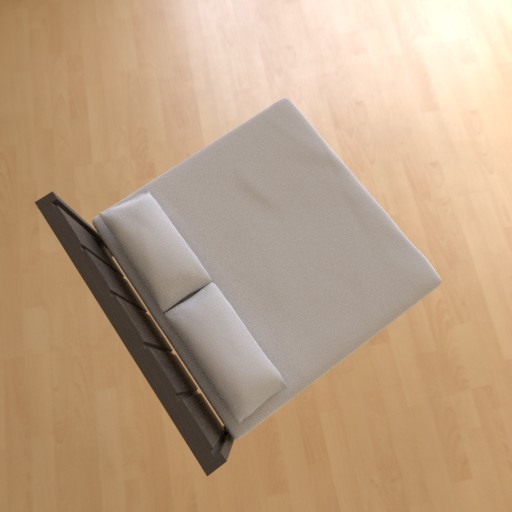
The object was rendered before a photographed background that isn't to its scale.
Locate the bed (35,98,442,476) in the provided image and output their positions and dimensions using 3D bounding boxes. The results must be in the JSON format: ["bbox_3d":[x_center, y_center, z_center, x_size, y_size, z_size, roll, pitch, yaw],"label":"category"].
[{"bbox_3d":[0.000,0.000,3.615,2.238,1.261,2.143,-35,77,-9],"label":"bed"}]
